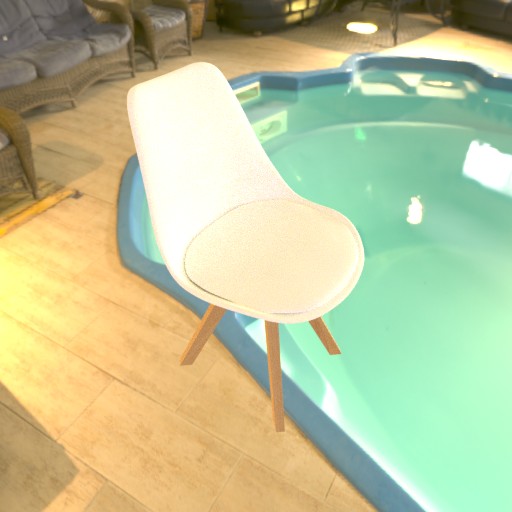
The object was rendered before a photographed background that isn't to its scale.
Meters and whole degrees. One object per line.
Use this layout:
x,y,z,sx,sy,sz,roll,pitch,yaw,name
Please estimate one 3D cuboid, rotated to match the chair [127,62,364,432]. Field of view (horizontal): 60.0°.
0.000,0.000,1.183,0.550,0.849,0.485,26,47,27,chair
